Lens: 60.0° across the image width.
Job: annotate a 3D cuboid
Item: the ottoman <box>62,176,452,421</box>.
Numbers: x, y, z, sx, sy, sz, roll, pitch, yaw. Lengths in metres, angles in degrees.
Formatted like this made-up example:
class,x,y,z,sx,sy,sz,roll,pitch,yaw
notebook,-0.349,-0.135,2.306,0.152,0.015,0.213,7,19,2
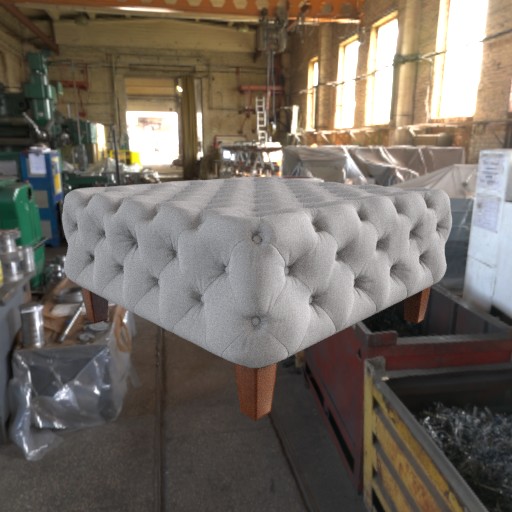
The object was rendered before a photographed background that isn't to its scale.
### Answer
class,x,y,z,sx,sy,sz,roll,pitch,yaw
ottoman,0.000,0.000,1.175,0.764,0.365,0.758,14,19,43
